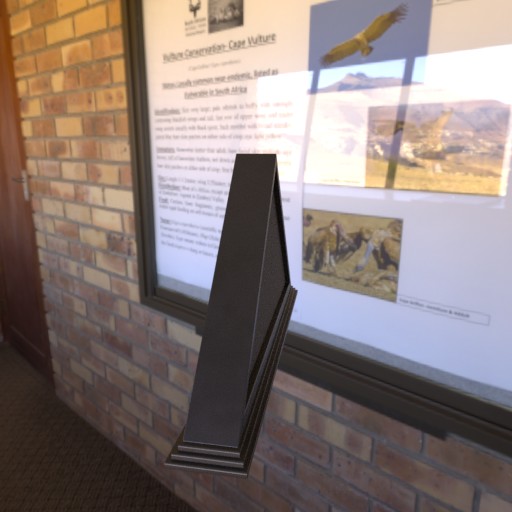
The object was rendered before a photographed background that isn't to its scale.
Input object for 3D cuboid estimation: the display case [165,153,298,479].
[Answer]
[{"bbox_3d":[0.000,0.000,0.756,0.095,0.340,0.640,3,14,10],"label":"display case"}]
